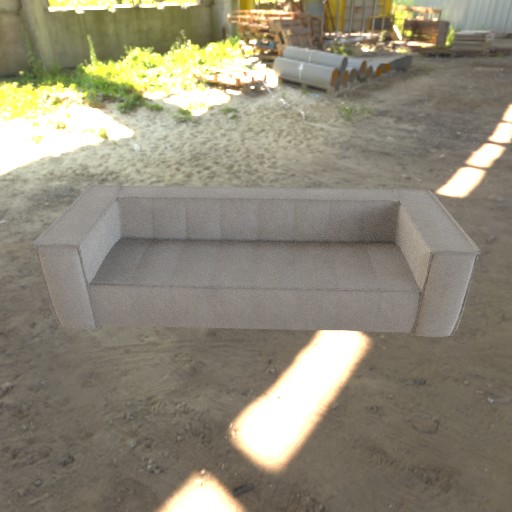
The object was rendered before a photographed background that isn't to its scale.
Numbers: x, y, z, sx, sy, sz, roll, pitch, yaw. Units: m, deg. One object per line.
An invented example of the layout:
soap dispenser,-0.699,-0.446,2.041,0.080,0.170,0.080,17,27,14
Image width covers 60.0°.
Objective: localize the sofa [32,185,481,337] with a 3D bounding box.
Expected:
sofa,0.000,0.000,3.183,2.697,0.680,1.038,1,30,2
